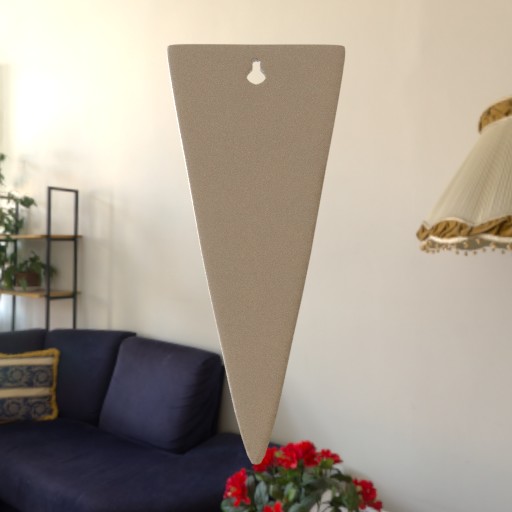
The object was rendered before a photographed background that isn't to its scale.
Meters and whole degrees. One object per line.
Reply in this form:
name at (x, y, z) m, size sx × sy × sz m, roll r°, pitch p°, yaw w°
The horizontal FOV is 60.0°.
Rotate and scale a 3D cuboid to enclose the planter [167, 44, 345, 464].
planter at (0.000, 0.000, 0.386) m, size 0.143 × 0.338 × 0.065 m, roll 0°, pitch 1°, yaw 0°
